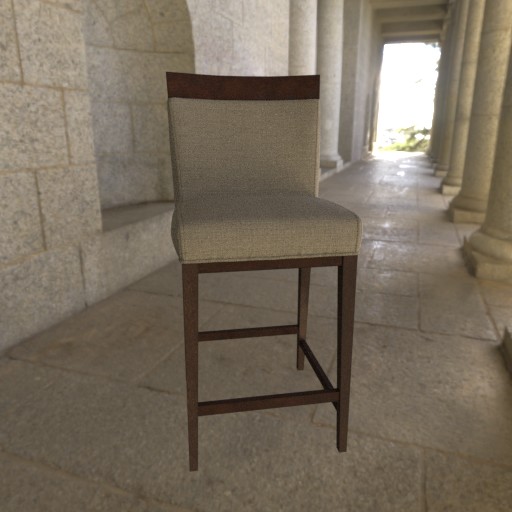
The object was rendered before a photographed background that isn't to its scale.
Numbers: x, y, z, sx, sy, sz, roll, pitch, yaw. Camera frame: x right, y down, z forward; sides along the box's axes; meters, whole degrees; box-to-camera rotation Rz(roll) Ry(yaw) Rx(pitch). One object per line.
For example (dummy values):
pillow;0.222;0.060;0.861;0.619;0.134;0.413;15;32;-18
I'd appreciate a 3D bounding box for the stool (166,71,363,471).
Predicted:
stool;0.000;0.000;1.400;0.511;1.117;0.531;-3;17;-9
